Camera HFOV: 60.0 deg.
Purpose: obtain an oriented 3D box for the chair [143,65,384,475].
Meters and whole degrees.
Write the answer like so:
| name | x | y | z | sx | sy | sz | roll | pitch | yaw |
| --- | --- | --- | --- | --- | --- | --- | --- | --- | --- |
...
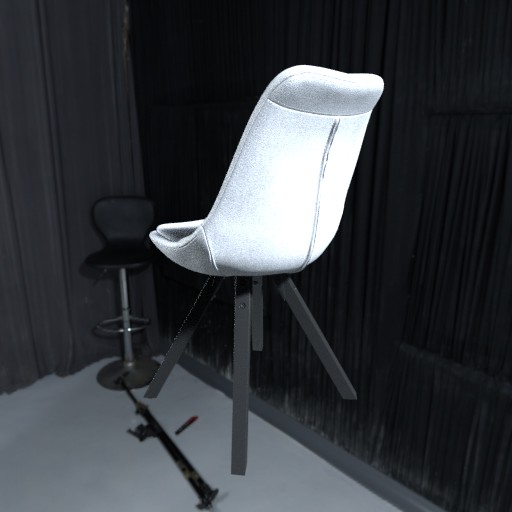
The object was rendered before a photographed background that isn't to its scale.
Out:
| name | x | y | z | sx | sy | sz | roll | pitch | yaw |
| --- | --- | --- | --- | --- | --- | --- | --- | --- | --- |
| chair | 0.000 | 0.000 | 1.144 | 0.485 | 0.850 | 0.550 | -15 | 22 | -41 |
